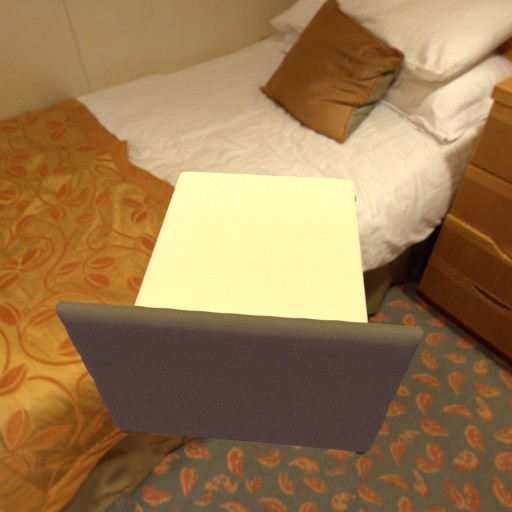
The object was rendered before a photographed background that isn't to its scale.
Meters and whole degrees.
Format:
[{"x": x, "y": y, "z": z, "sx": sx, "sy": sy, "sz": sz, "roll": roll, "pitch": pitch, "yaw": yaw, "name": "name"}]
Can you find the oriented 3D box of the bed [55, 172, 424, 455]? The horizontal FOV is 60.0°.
[{"x": 0.000, "y": 0.000, "z": 3.247, "sx": 1.696, "sy": 1.426, "sz": 2.233, "roll": 4, "pitch": 46, "yaw": 4, "name": "bed"}]
